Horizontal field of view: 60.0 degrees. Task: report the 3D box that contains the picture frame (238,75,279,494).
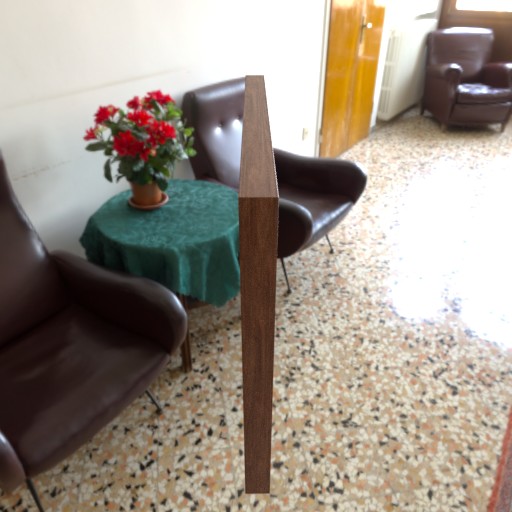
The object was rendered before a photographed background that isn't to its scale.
[{"bbox_3d":[0.000,0.000,0.522,0.025,0.330,0.381,0,33,0],"label":"picture frame"}]
